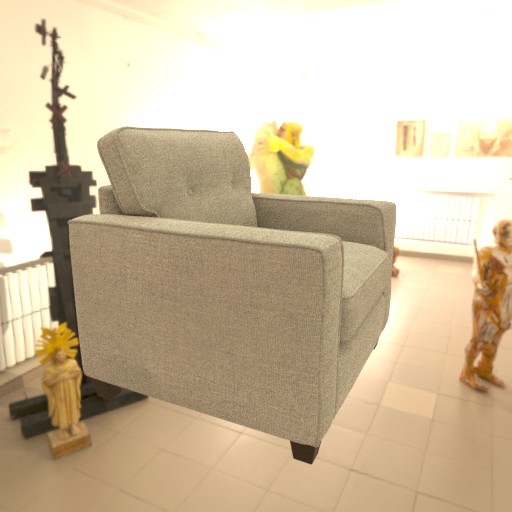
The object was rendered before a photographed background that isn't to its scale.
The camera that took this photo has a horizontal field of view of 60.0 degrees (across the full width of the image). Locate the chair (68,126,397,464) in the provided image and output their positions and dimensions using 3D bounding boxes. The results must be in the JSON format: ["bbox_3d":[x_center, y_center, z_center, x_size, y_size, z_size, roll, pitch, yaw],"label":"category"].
[{"bbox_3d":[0.000,0.000,1.735,0.939,0.965,1.015,7,16,26],"label":"chair"}]
